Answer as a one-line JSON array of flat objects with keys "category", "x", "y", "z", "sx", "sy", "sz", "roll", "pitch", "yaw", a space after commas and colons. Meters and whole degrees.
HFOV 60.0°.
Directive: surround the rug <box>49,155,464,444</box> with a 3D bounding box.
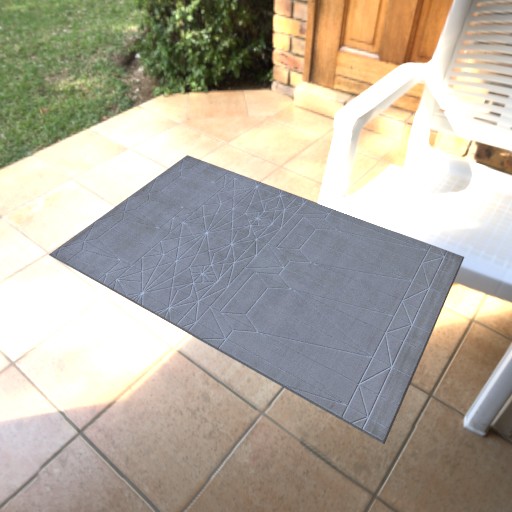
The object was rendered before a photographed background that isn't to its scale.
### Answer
[{"category": "rug", "x": 0.000, "y": 0.000, "z": 3.066, "sx": 2.438, "sy": 0.012, "sz": 1.524, "roll": 24, "pitch": 49, "yaw": 23}]
